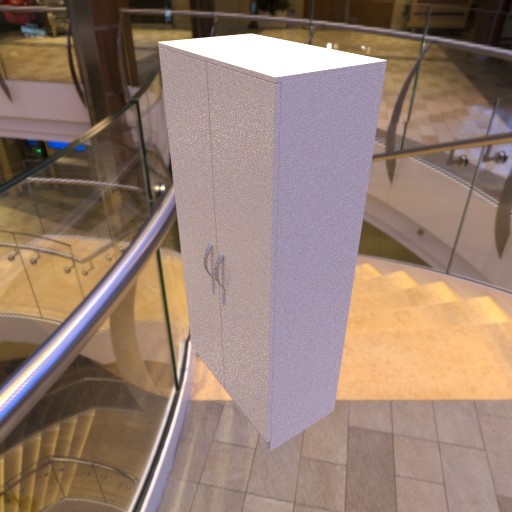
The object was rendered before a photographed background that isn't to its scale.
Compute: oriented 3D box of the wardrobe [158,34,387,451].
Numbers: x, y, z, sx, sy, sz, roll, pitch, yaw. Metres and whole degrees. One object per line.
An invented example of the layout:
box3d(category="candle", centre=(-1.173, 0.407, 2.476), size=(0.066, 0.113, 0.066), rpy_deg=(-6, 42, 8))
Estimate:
box3d(category="wardrobe", centre=(0.000, 0.000, 2.000), size=(0.470, 1.700, 0.760), rpy_deg=(-21, 39, -28))
